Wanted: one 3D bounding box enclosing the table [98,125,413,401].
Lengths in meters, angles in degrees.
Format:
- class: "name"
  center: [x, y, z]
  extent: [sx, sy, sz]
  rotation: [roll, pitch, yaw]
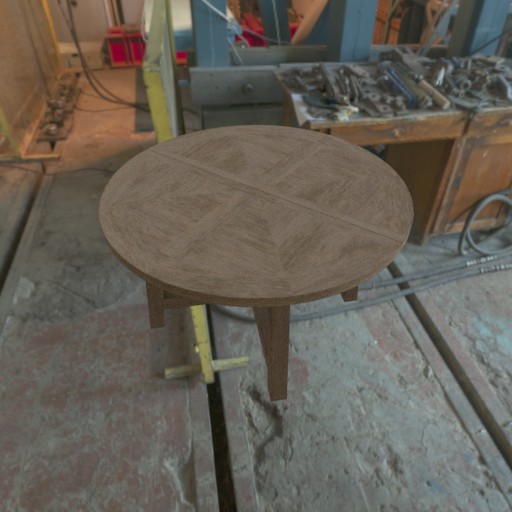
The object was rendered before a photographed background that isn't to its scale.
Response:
- class: "table"
  center: [0.000, 0.000, 2.169]
  extent: [1.319, 0.762, 1.319]
  rotation: [0, 40, 0]
